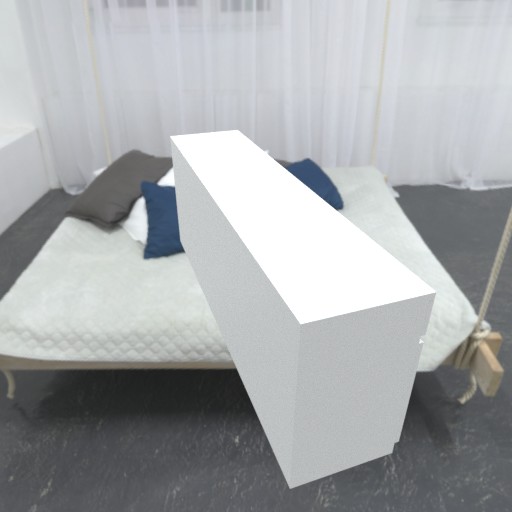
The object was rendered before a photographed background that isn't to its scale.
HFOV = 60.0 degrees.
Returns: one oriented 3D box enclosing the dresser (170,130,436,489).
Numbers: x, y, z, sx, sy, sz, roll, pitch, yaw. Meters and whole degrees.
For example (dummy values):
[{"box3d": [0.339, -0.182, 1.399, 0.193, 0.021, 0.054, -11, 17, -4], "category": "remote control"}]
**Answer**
[{"box3d": [0.000, 0.000, 2.521, 0.500, 0.840, 2.200, -10, 32, -17], "category": "dresser"}]
